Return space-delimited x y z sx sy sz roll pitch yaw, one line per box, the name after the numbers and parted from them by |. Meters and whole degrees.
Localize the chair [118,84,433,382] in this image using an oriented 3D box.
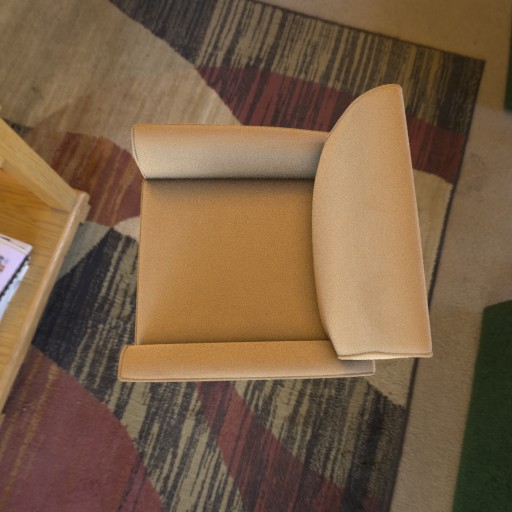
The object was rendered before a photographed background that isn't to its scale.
0.000 0.000 1.534 0.821 0.915 0.820 -1 76 0 | chair
